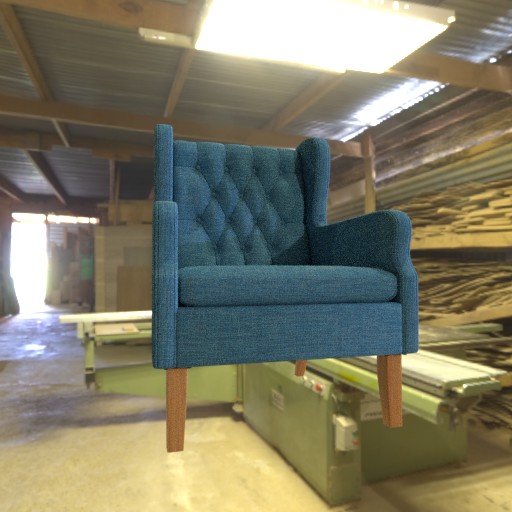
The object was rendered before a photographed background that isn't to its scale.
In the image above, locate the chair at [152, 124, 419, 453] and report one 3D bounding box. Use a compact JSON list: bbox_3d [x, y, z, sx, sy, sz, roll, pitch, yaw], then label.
[{"bbox_3d":[0.000,0.000,1.486,0.711,0.952,0.775,0,-1,-16],"label":"chair"}]
